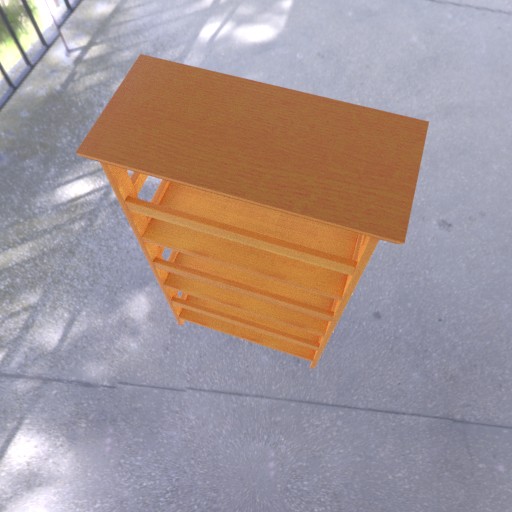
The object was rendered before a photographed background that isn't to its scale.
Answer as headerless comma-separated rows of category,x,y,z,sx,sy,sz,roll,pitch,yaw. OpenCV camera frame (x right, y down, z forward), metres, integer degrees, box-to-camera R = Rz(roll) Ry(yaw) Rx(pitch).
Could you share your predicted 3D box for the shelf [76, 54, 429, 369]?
shelf,0.000,0.000,1.380,0.660,1.067,0.305,16,64,8
